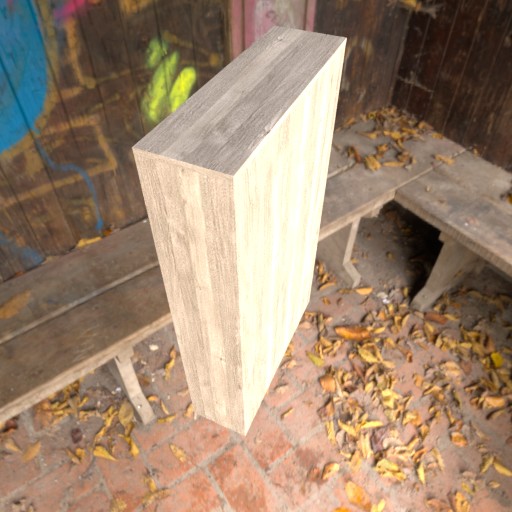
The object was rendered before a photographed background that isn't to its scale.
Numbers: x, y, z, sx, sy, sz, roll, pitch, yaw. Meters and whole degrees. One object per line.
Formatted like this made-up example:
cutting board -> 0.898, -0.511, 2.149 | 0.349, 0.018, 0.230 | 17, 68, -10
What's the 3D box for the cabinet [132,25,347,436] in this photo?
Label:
cabinet -> 0.000, 0.000, 1.585 | 0.250, 1.280, 0.750 | 18, 49, 17
